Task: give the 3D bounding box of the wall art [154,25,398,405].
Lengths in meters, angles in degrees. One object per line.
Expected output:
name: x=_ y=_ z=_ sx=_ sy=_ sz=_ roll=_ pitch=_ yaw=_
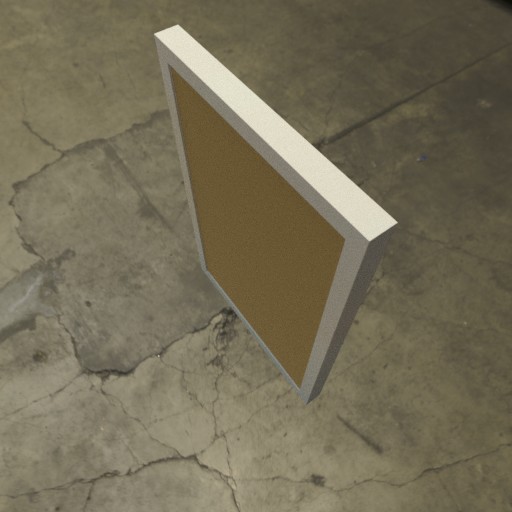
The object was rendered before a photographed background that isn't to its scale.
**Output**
wall art: x=0.000 y=0.000 z=0.761 sx=0.038 sy=0.611 sz=0.408 roll=-32 pitch=63 yaw=-18
